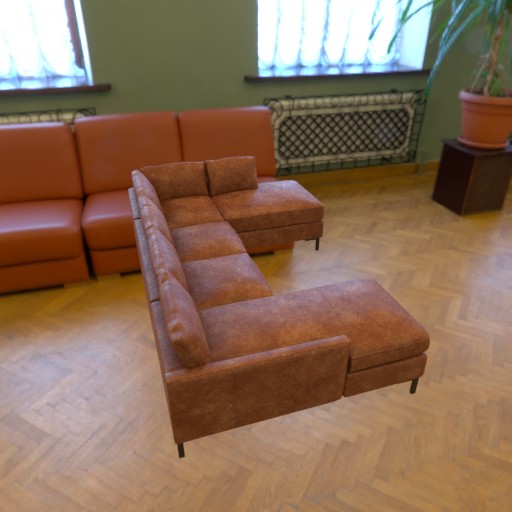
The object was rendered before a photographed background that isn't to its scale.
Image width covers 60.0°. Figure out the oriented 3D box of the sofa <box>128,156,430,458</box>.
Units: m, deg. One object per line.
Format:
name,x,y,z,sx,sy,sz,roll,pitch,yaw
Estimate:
sofa,0.000,0.000,3.872,1.939,0.900,2.956,-9,31,-15
